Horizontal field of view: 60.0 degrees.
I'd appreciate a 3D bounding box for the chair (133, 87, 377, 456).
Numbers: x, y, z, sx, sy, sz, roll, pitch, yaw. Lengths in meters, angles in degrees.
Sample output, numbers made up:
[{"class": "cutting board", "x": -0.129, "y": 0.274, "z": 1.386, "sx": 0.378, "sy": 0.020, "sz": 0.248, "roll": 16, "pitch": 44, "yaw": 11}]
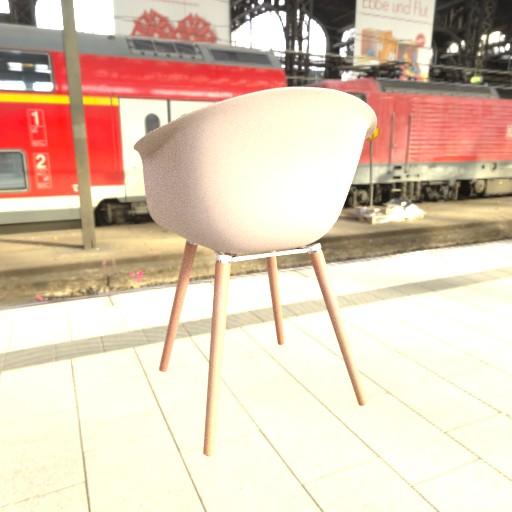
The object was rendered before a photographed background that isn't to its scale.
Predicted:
[{"class": "chair", "x": 0.000, "y": 0.000, "z": 1.163, "sx": 0.593, "sy": 0.781, "sz": 0.504, "roll": -7, "pitch": 16, "yaw": -26}]
